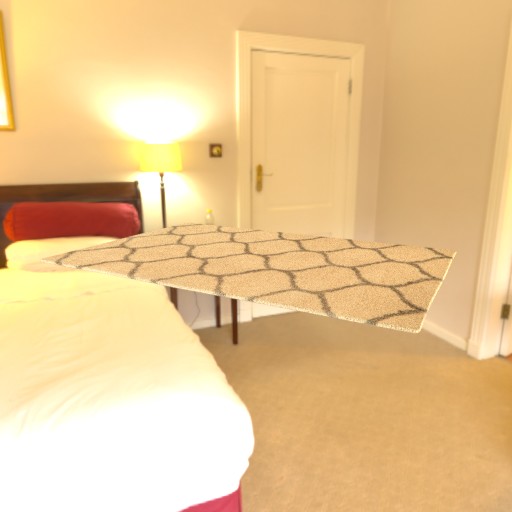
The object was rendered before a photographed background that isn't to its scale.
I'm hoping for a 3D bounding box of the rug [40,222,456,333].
[{"bbox_3d":[0.000,0.000,3.435,2.701,0.026,1.801,8,16,28],"label":"rug"}]
